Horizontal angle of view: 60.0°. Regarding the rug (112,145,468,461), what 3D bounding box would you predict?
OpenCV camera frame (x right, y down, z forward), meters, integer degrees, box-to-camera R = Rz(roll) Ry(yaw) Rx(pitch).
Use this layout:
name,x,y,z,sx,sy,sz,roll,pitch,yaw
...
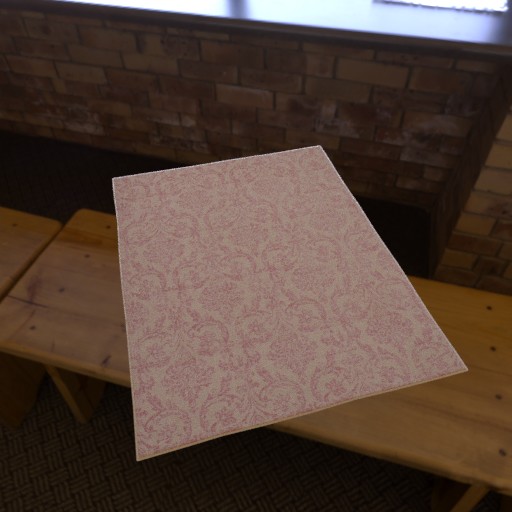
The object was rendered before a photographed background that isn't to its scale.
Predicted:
name,x,y,z,sx,sy,sz,roll,pitch,yaw
rug,0.000,0.000,3.959,2.363,0.012,2.980,-11,48,-10
